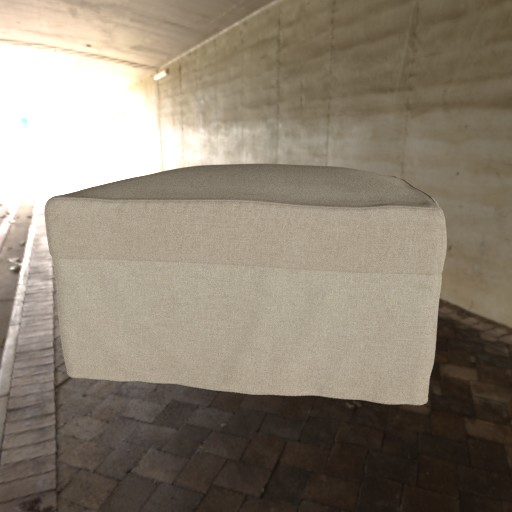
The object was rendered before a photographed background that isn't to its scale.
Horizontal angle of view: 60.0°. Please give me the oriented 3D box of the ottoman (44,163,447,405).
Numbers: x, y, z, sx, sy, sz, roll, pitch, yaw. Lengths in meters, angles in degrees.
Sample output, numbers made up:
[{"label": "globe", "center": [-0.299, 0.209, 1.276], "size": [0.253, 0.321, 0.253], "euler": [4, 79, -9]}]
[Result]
[{"label": "ottoman", "center": [0.000, 0.000, 1.224], "size": [0.833, 0.485, 0.650], "euler": [2, 16, 8]}]
